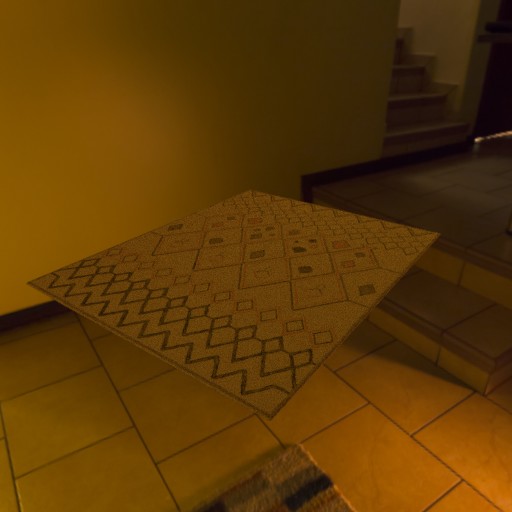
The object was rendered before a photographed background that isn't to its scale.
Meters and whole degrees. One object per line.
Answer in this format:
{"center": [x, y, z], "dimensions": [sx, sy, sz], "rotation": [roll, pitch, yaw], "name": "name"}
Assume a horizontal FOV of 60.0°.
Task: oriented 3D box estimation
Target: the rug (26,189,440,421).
{"center": [0.000, 0.000, 4.080], "dimensions": [2.441, 0.016, 3.050], "rotation": [18, 32, 32], "name": "rug"}
